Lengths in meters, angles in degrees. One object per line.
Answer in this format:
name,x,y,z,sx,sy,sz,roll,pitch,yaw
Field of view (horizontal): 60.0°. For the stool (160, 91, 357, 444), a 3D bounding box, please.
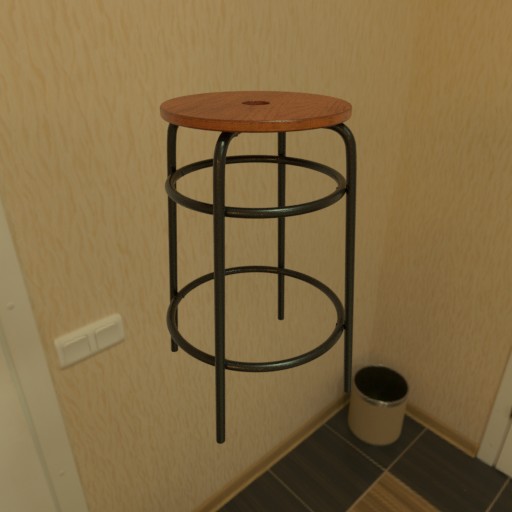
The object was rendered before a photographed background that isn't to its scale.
stool,0.000,0.000,0.924,0.455,0.610,0.455,9,29,17
